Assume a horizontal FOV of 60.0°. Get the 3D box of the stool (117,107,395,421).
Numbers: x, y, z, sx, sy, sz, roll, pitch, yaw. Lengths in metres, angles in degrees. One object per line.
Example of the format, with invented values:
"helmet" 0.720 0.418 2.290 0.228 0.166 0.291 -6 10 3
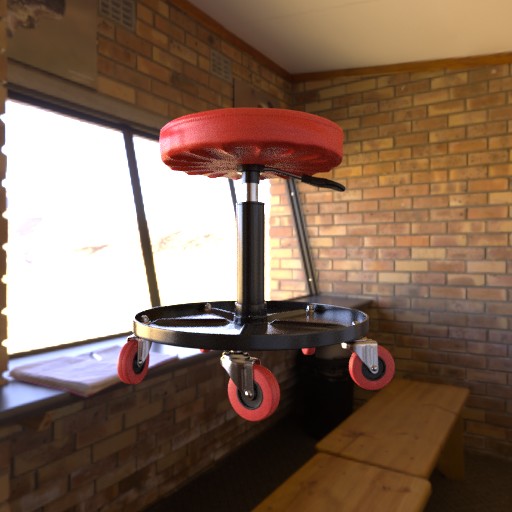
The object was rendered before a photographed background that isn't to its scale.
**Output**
"stool" 0.000 0.000 0.668 0.382 0.365 0.381 0 1 1
